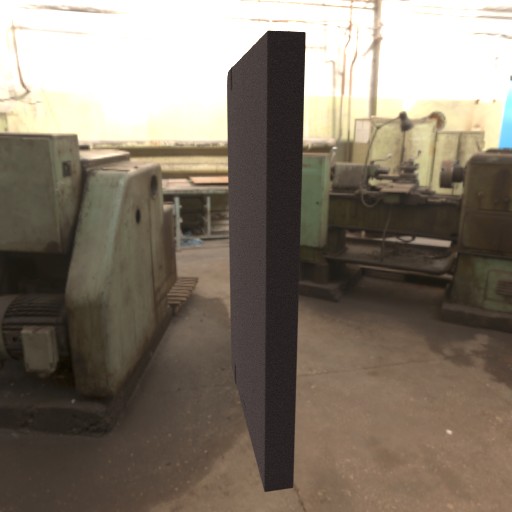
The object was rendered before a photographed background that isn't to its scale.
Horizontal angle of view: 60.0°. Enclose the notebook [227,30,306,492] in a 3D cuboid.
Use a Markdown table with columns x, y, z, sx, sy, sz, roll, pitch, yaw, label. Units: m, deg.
| x | y | z | sx | sy | sz | roll | pitch | yaw | label |
| --- | --- | --- | --- | --- | --- | --- | --- | --- | --- |
| 0.000 | 0.000 | 0.256 | 0.016 | 0.213 | 0.127 | -3 | 16 | -10 | notebook |
